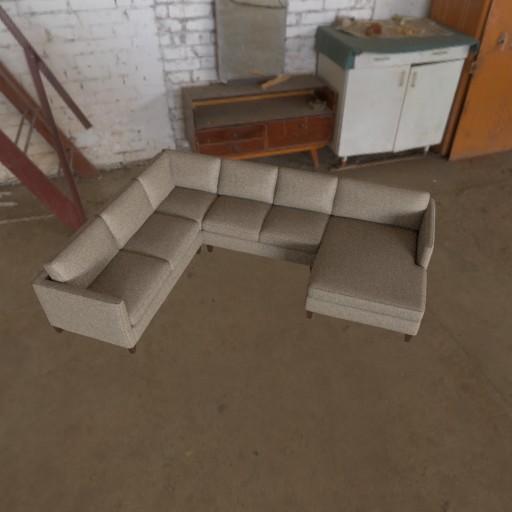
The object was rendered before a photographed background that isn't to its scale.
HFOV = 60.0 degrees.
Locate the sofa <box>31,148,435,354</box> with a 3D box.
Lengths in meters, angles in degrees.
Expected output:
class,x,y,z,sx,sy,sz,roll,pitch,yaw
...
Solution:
class,x,y,z,sx,sy,sz,roll,pitch,yaw
sofa,0.000,0.000,4.563,3.403,0.889,2.551,12,42,14
